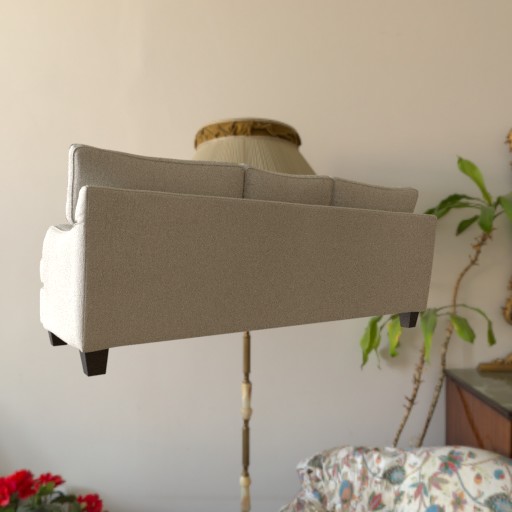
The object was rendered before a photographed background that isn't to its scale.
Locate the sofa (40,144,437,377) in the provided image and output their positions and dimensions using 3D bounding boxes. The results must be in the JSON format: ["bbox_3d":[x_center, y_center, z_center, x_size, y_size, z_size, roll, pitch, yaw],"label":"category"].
[{"bbox_3d":[0.000,0.000,2.749,2.323,0.991,1.016,0,0,-35],"label":"sofa"}]
